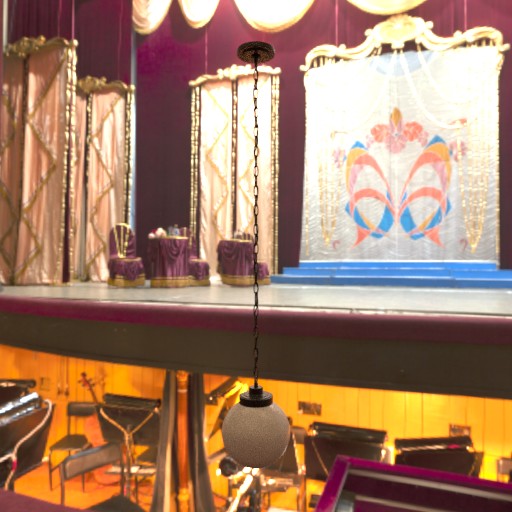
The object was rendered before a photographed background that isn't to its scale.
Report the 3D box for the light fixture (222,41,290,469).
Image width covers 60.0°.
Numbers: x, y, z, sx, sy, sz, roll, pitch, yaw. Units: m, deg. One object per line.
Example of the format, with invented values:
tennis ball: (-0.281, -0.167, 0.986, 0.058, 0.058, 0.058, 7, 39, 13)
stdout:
light fixture: (0.000, 0.000, 1.995, 0.304, 1.867, 0.305, 0, -1, 18)
